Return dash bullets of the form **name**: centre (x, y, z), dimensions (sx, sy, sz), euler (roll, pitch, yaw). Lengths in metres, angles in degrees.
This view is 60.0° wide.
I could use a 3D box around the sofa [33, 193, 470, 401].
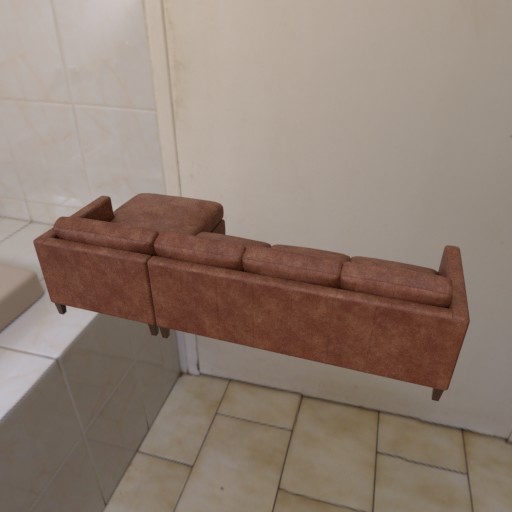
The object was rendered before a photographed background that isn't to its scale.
- **sofa**: centre (0.000, 0.000, 3.858), dimensions (3.203, 0.883, 1.581), euler (10, 33, 15)
